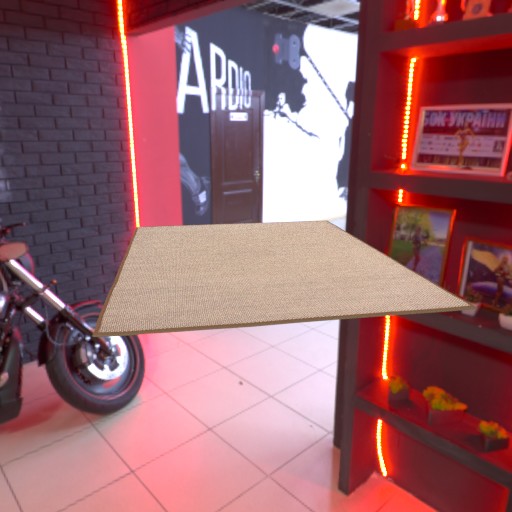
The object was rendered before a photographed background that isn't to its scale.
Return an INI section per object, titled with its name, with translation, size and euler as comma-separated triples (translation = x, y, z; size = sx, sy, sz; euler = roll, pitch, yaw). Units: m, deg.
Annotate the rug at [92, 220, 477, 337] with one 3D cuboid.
[rug]
translation = 0.000, 0.000, 4.113
size = 2.413, 0.020, 3.041
euler = -3, 16, -10
